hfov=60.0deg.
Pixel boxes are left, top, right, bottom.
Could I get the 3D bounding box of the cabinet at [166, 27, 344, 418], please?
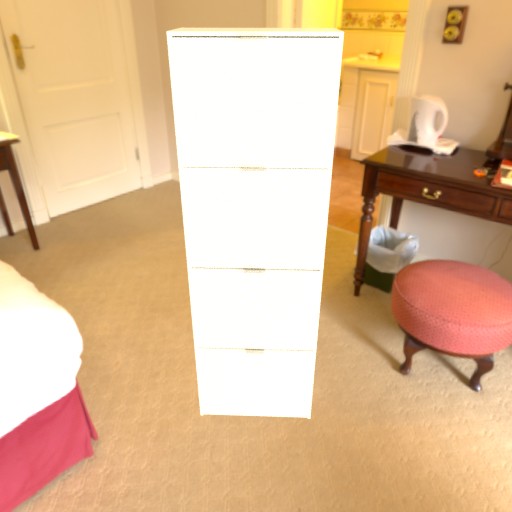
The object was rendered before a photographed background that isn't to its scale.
[{"bbox_3d":[0.000,0.000,1.790,0.520,1.630,0.255,1,30,2],"label":"cabinet"}]
